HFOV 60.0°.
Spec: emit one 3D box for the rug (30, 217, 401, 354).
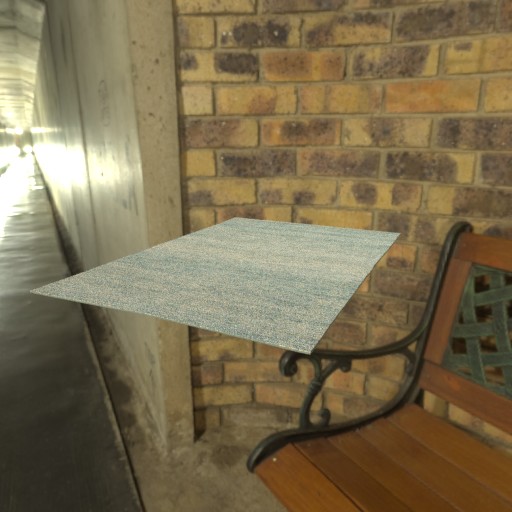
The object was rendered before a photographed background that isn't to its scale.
[{"bbox_3d":[0.000,0.000,5.383,2.802,0.052,4.078,8,18,25],"label":"rug"}]
